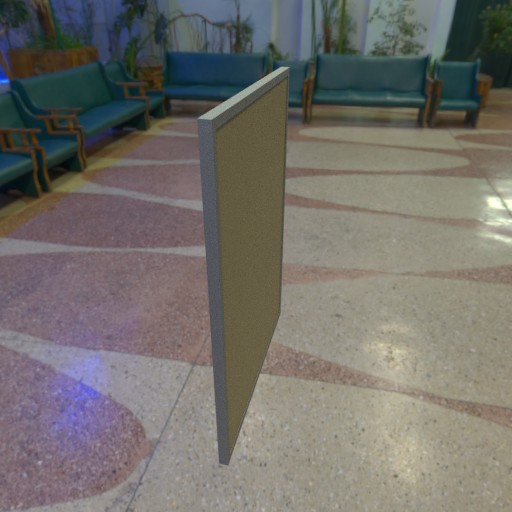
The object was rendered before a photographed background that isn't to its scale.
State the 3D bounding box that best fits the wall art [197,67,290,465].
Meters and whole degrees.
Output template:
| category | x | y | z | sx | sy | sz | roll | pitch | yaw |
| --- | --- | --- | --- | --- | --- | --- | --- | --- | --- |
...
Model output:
| category | x | y | z | sx | sy | sz | roll | pitch | yaw |
| --- | --- | --- | --- | --- | --- | --- | --- | --- | --- |
| wall art | 0.000 | 0.000 | 1.435 | 0.034 | 1.042 | 0.789 | 7 | 31 | 12 |
